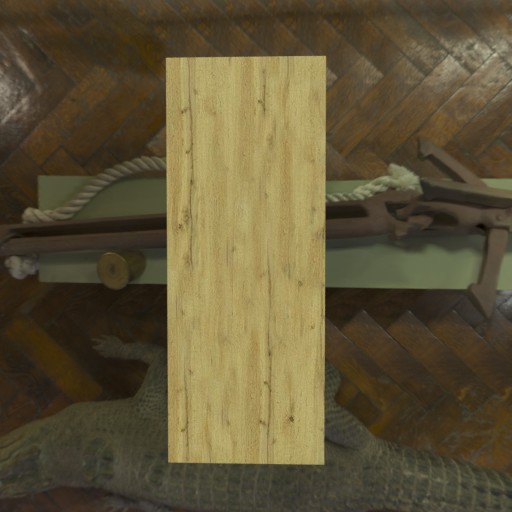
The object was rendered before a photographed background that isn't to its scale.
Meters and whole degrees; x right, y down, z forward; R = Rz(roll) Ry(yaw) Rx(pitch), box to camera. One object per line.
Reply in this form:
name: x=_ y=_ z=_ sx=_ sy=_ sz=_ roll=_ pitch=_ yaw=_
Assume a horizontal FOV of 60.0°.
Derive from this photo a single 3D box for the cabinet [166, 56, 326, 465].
cabinet: x=0.000 y=0.000 z=1.969 sx=0.473 sy=1.397 sz=1.168 roll=0 pitch=92 yaw=2
